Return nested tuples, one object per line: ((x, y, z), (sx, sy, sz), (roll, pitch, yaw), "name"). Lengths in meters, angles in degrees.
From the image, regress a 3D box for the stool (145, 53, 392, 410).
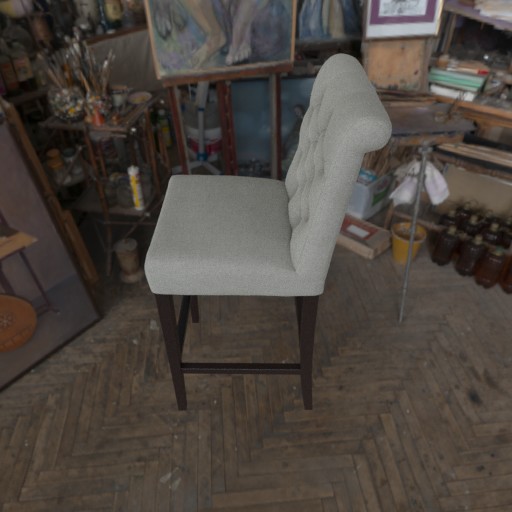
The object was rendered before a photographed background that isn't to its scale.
((0.000, 0.000, 1.455), (0.601, 1.140, 0.493), (0, 40, 0), "stool")
